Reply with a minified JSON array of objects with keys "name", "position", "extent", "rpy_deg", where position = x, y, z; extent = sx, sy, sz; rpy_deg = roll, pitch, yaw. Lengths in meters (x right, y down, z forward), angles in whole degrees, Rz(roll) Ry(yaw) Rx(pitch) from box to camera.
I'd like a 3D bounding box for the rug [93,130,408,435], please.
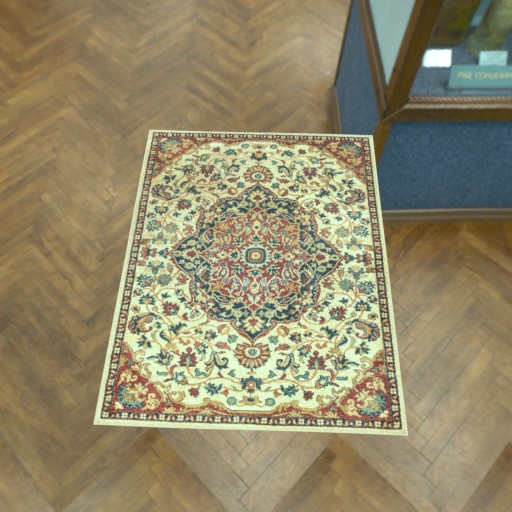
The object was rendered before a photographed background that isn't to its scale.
[{"name":"rug","position":[0.000,0.000,4.160],"extent":[2.454,0.005,3.067],"rpy_deg":[2,62,1]}]
